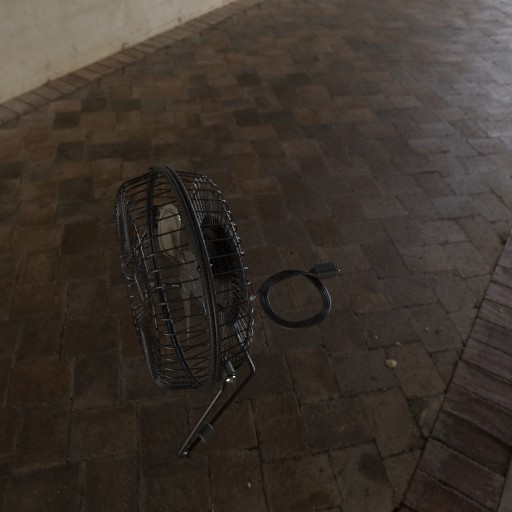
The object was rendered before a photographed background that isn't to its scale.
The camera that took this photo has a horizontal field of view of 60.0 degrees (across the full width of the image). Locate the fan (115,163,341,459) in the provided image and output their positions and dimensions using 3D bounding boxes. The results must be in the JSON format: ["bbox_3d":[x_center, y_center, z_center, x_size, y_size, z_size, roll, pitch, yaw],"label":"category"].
[{"bbox_3d":[0.000,0.000,0.381,0.227,0.188,0.209,-17,48,-16],"label":"fan"}]
